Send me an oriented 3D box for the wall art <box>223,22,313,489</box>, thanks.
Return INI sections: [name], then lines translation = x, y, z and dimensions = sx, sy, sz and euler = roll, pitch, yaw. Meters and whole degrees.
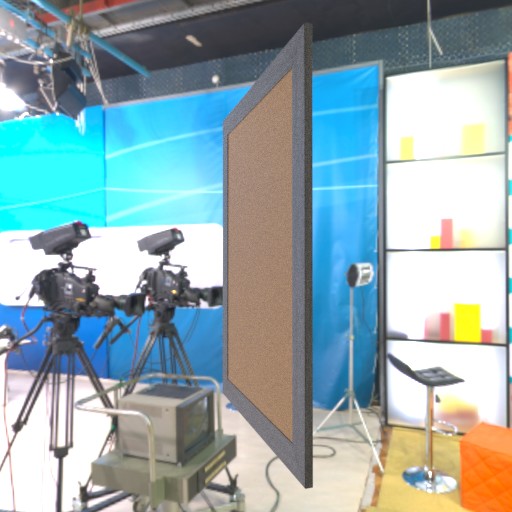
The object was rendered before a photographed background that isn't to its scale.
[wall art]
translation = 0.000, 0.000, 1.384
dimensions = 0.020, 1.070, 0.768
euler = 0, -1, -18
